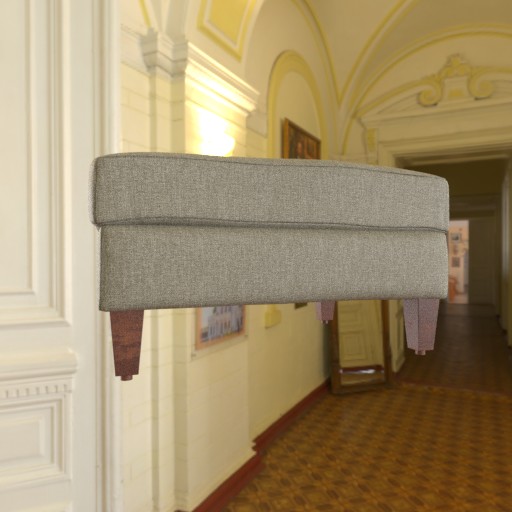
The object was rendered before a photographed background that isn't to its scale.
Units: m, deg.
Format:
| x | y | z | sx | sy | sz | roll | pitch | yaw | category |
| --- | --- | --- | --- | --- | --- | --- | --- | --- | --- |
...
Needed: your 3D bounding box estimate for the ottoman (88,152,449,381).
| x | y | z | sx | sy | sz | roll | pitch | yaw | category |
| --- | --- | --- | --- | --- | --- | --- | --- | --- | --- |
| 0.000 | 0.000 | 1.259 | 0.873 | 0.494 | 0.639 | 0 | 0 | -19 | ottoman |
